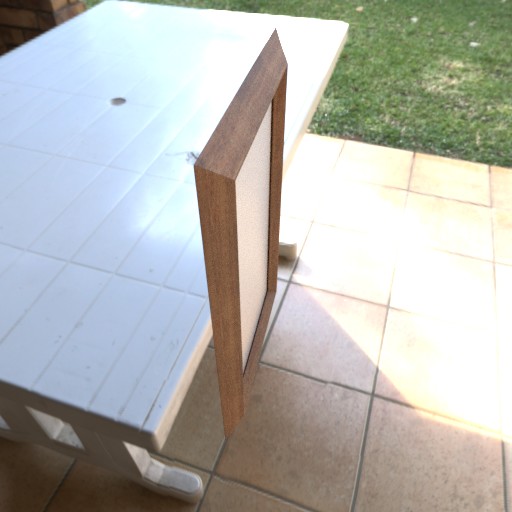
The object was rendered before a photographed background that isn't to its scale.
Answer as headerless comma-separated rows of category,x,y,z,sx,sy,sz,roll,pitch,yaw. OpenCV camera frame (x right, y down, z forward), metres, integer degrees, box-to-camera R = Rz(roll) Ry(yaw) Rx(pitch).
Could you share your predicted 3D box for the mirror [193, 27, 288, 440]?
mirror,0.000,0.000,1.256,0.047,1.010,0.651,9,46,9
